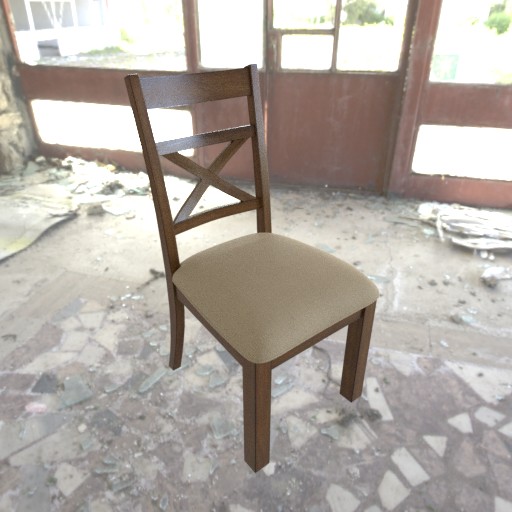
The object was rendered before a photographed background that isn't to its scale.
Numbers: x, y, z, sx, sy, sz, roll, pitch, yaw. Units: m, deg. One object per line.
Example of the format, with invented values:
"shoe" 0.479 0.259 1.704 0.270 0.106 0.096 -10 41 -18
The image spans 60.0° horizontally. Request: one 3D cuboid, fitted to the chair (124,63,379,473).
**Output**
"chair" 0.000 0.000 1.266 0.461 0.949 0.581 -21 36 -33
